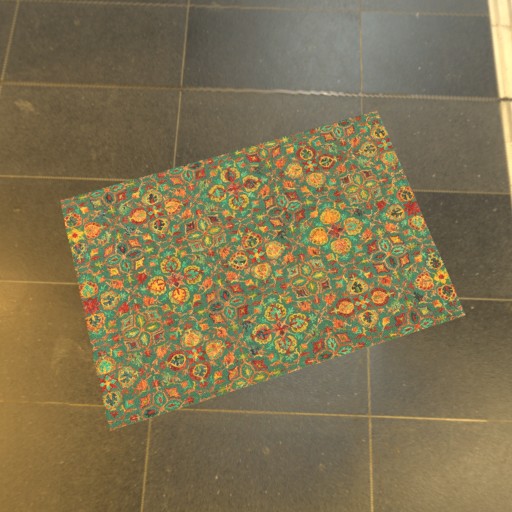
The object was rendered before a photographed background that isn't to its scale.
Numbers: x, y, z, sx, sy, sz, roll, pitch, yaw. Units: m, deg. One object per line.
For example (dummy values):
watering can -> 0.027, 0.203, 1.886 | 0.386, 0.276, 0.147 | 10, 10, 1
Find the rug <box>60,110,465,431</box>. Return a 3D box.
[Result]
rug -> 0.000, 0.000, 2.886 | 2.290, 0.016, 1.527 | -17, 76, -4
